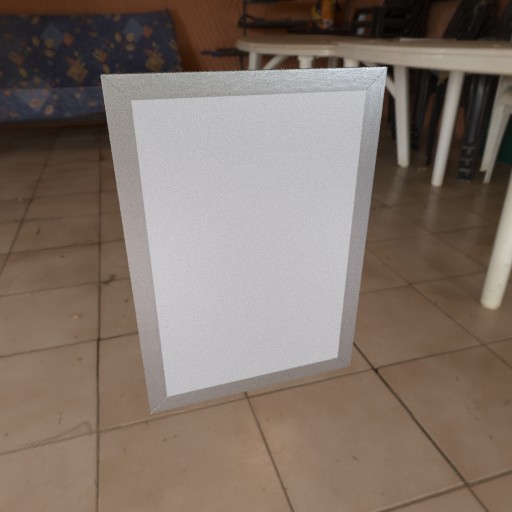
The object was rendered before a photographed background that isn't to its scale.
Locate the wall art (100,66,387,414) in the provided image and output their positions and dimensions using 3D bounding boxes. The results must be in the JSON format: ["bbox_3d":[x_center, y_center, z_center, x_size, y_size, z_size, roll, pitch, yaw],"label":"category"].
[{"bbox_3d":[0.000,0.000,0.682,0.376,0.529,0.013,-9,28,-16],"label":"wall art"}]
